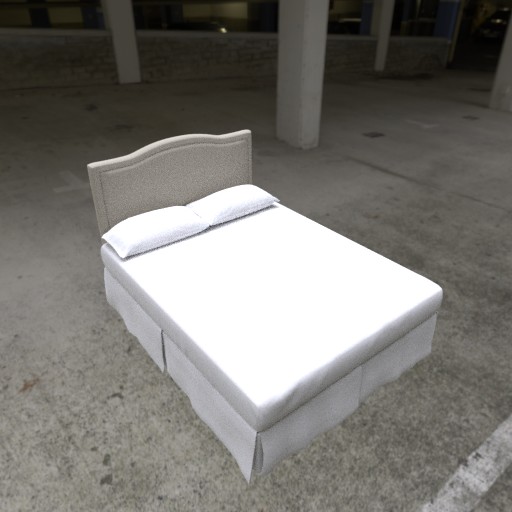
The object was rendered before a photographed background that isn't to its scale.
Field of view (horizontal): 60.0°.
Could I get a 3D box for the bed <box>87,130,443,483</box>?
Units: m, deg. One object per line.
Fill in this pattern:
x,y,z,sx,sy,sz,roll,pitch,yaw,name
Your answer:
0.000,0.000,3.679,1.977,1.437,2.477,-22,38,-32,bed
